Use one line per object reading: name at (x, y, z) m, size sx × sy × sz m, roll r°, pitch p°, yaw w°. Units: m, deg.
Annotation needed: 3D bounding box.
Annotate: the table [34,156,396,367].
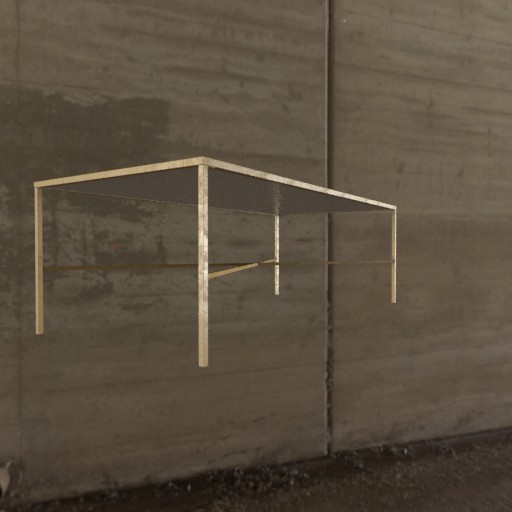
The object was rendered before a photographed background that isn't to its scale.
table at (0.000, 0.000, 1.495) m, size 0.580 × 0.398 × 1.206 m, roll 1°, pitch 1°, yaw 34°
